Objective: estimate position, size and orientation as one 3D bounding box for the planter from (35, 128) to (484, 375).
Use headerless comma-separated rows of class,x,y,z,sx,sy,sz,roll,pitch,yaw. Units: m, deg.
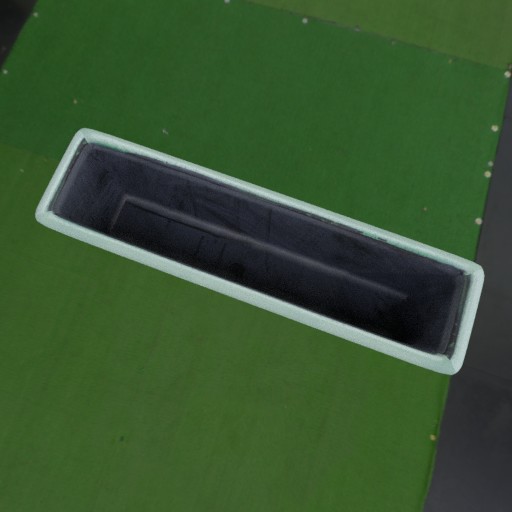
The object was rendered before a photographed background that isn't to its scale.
planter,0.000,0.000,0.306,0.275,0.072,0.072,20,77,5
